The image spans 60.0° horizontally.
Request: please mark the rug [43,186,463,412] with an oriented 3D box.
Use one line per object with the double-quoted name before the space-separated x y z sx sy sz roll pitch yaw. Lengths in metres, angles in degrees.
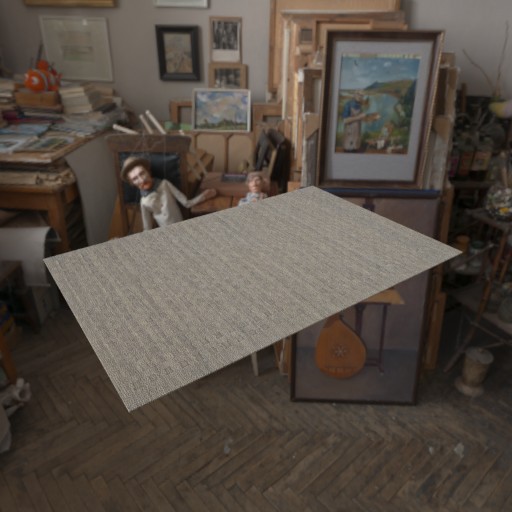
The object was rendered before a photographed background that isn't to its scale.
"rug" 0.000 0.000 2.209 1.752 0.006 1.142 -19 35 -30
